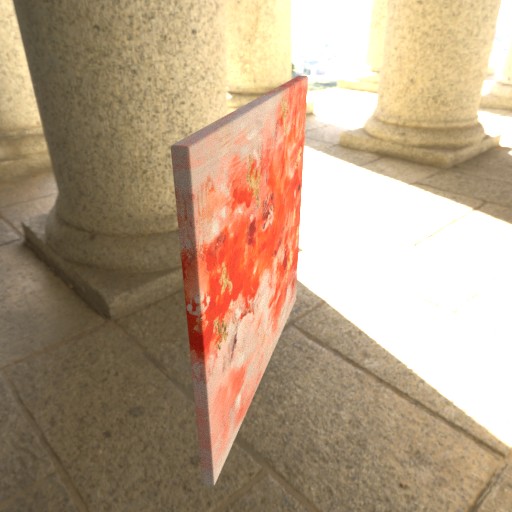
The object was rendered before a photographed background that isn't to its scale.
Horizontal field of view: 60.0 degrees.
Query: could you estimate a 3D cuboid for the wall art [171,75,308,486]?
[{"bbox_3d":[0.000,0.000,1.291,0.066,0.878,0.878,9,31,16],"label":"wall art"}]
